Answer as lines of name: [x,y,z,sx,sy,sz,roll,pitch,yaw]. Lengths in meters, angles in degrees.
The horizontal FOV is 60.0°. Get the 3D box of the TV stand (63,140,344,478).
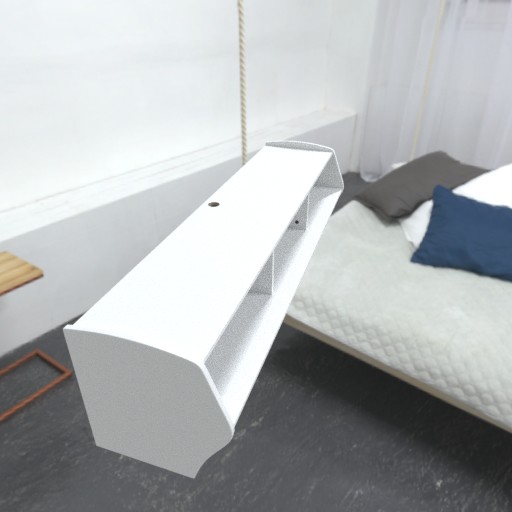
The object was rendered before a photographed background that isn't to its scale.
TV stand: [0.000,0.000,1.617,0.397,0.424,1.473,10,33,16]
